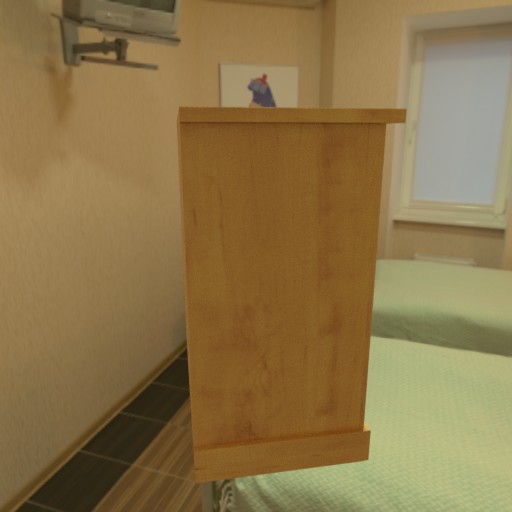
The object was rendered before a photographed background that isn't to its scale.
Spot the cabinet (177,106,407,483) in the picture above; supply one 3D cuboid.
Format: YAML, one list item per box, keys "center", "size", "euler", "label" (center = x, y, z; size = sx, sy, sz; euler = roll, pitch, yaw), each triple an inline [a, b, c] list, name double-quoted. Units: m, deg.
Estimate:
- center: [0.000, 0.000, 1.399]
  size: [0.450, 0.840, 0.920]
  euler: [-3, 16, -10]
  label: "cabinet"
